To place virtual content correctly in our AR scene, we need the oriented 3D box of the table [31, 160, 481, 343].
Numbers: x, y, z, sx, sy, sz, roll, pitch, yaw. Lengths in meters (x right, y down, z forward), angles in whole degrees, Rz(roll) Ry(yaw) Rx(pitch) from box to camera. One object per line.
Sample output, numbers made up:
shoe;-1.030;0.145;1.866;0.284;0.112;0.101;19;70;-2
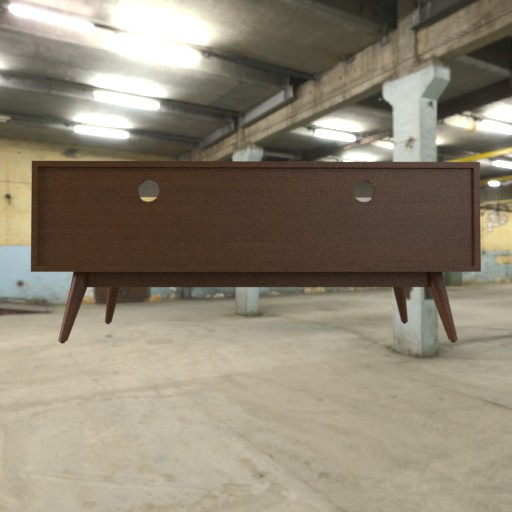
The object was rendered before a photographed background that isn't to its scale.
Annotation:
table;0.000;0.000;1.348;1.119;0.464;0.490;0;-1;-1
